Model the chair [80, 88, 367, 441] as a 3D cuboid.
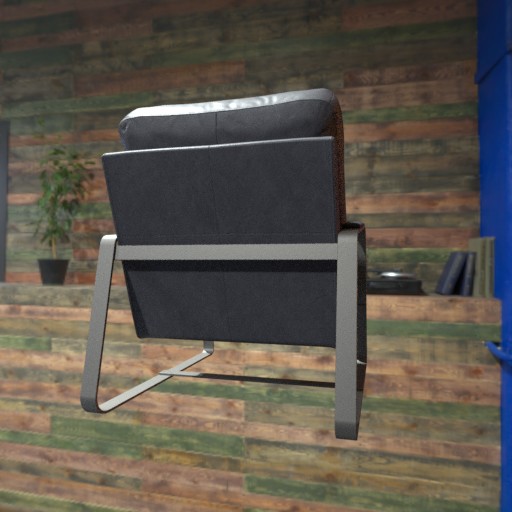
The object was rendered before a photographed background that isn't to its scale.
[{"bbox_3d":[0.000,0.000,1.468,0.692,0.839,0.878,0,-1,16],"label":"chair"}]
